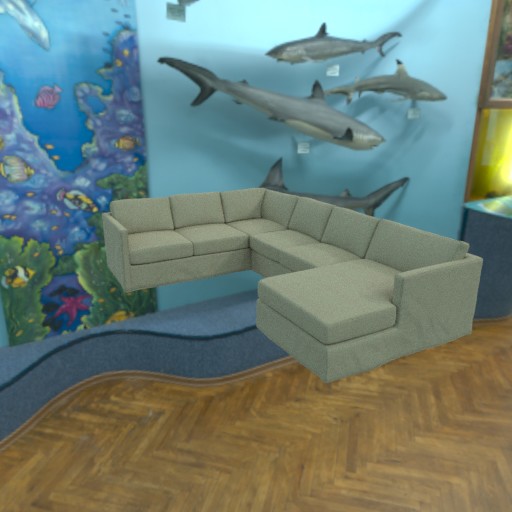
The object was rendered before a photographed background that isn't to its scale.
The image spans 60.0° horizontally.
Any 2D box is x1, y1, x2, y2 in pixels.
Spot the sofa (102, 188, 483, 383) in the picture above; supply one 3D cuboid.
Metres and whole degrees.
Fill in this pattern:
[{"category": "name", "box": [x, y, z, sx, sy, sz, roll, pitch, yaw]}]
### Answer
[{"category": "sofa", "box": [0.000, 0.000, 4.592, 2.427, 0.882, 3.460, -9, 20, -27]}]
